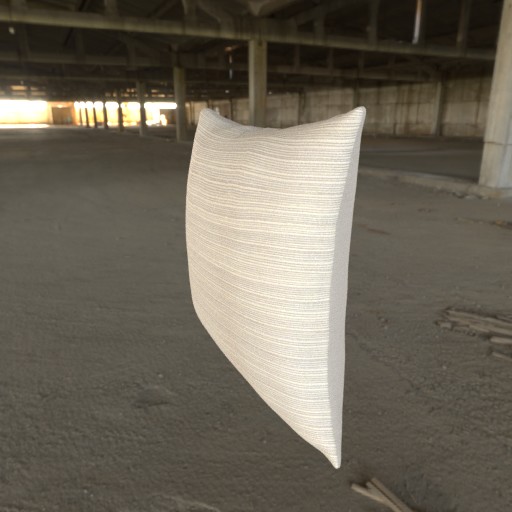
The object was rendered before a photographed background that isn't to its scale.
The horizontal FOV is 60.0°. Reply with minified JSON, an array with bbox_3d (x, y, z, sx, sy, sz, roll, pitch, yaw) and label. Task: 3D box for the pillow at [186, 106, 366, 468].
[{"bbox_3d":[0.000,0.000,0.776,0.204,0.497,0.512,-8,19,-25],"label":"pillow"}]
